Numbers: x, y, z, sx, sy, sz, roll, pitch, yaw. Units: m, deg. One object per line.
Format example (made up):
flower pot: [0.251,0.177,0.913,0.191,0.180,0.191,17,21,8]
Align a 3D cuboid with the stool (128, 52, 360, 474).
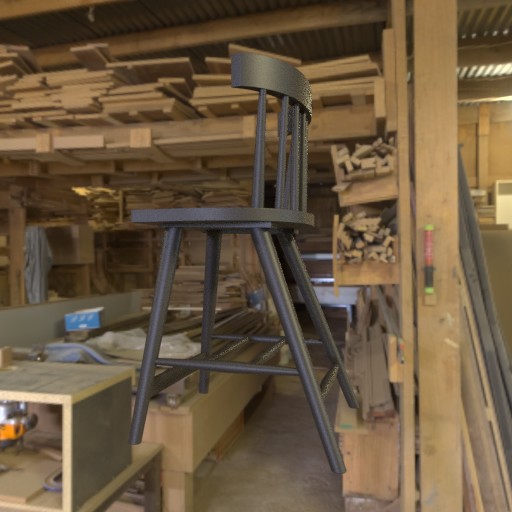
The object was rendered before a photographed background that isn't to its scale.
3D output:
stool: [0.000,0.000,1.265,0.549,0.953,0.494,0,0,17]
